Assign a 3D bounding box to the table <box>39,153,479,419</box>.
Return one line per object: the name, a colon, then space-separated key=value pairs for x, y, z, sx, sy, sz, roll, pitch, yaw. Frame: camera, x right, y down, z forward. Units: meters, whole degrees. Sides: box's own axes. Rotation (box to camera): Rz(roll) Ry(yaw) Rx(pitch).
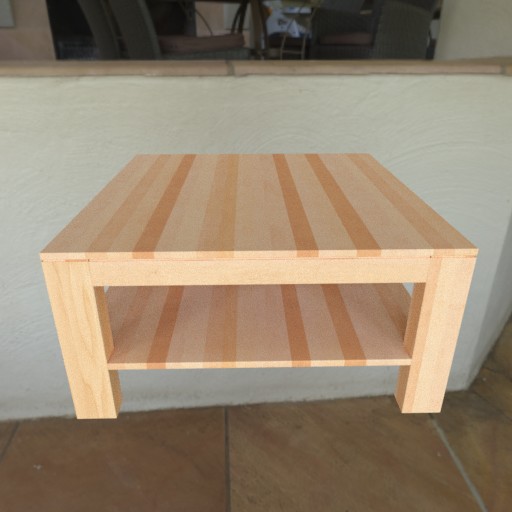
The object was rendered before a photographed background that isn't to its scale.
table: x=0.000 y=0.000 z=1.408 sx=0.900 sy=0.450 sz=0.900 roll=-1 pitch=25 yaw=-1
